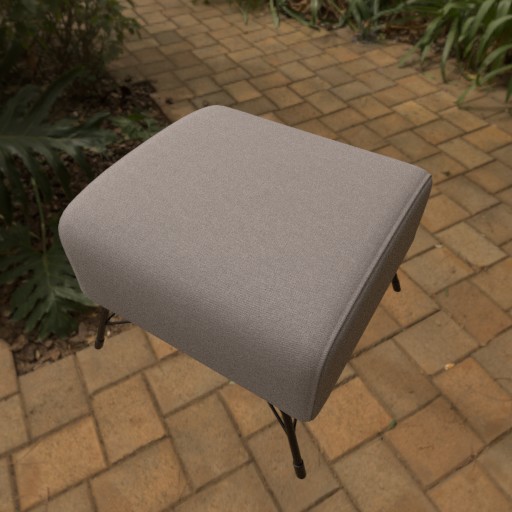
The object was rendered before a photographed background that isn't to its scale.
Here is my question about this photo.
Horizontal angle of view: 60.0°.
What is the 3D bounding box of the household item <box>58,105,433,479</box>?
[{"bbox_3d":[0.000,0.000,0.902,0.530,0.410,0.530,24,51,21],"label":"household item"}]
